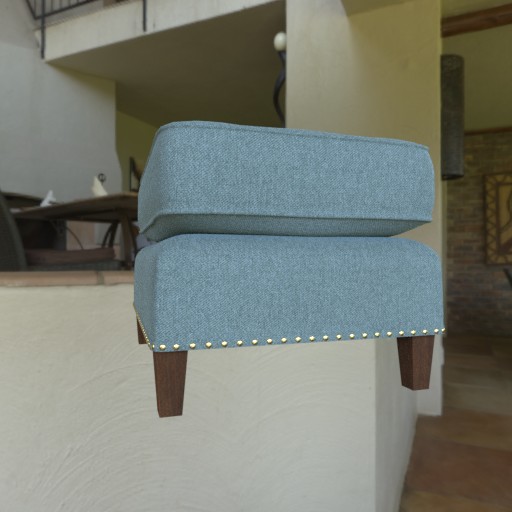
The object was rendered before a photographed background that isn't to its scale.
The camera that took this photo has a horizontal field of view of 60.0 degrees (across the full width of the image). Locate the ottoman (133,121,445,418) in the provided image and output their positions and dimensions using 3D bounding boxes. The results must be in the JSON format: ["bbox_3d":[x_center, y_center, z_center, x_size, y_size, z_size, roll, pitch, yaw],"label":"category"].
[{"bbox_3d":[0.000,0.000,1.142,0.589,0.537,0.738,0,0,-18],"label":"ottoman"}]
